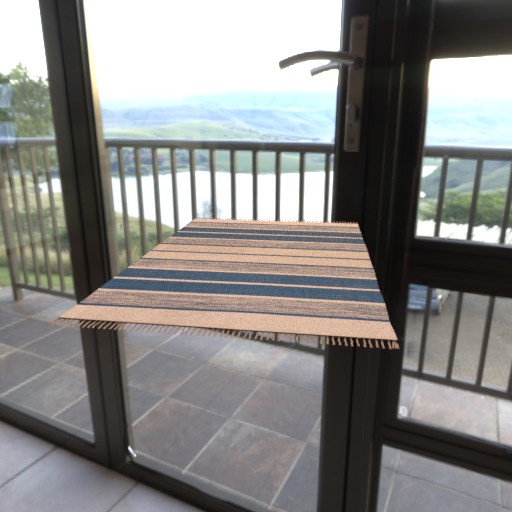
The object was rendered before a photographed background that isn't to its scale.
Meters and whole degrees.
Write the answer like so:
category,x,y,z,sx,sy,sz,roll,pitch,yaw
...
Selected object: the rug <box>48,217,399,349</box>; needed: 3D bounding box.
category,x,y,z,sx,sy,sz,roll,pitch,yaw
rug,0.000,0.000,3.036,1.532,0.010,2.441,2,17,8
